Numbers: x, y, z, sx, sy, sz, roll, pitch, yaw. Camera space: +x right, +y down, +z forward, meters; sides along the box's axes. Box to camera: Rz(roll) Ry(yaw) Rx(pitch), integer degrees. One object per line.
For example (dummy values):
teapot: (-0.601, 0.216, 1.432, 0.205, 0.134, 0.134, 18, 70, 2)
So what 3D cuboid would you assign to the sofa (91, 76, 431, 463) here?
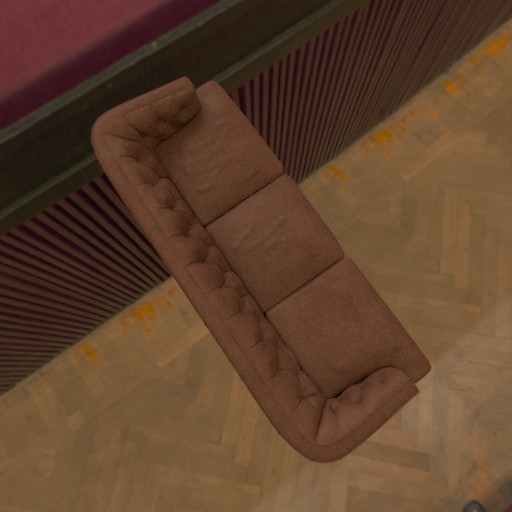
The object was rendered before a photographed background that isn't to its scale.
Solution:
sofa: (0.000, 0.000, 2.655, 0.927, 0.787, 2.227, -34, 79, -7)
